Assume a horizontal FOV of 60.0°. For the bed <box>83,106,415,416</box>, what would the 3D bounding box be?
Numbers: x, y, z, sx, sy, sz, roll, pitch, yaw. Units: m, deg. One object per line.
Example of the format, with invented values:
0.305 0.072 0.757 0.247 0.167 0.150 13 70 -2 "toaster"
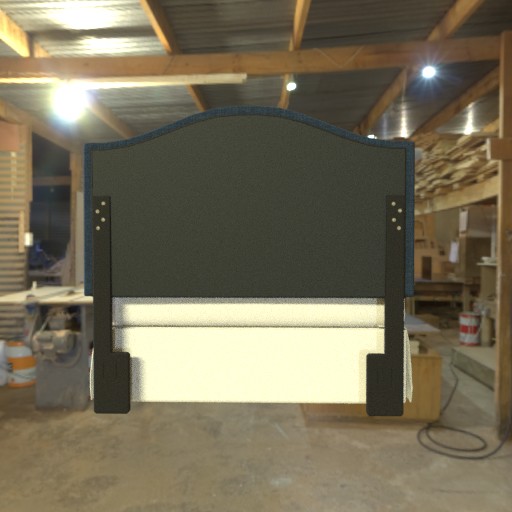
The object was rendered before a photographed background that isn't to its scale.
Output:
0.000 0.000 3.229 1.713 1.518 2.153 0 1 1 "bed"
